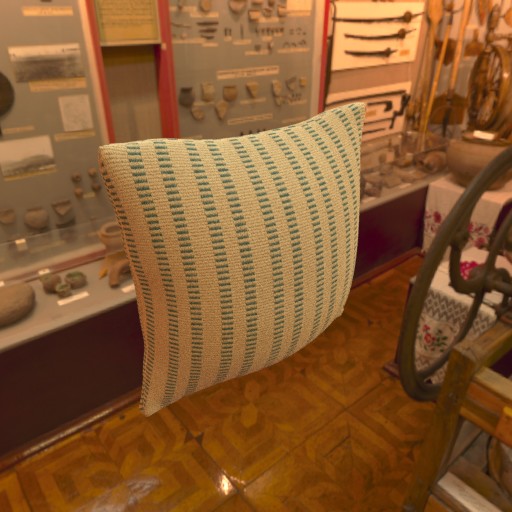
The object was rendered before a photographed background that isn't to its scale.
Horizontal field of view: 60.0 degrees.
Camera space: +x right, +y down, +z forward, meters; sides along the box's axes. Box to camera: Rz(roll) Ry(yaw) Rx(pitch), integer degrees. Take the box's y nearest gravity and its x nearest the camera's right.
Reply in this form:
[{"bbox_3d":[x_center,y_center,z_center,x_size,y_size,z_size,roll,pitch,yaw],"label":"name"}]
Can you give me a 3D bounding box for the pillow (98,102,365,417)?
[{"bbox_3d":[0.000,0.000,0.693,0.438,0.419,0.247,-21,35,-32],"label":"pillow"}]
